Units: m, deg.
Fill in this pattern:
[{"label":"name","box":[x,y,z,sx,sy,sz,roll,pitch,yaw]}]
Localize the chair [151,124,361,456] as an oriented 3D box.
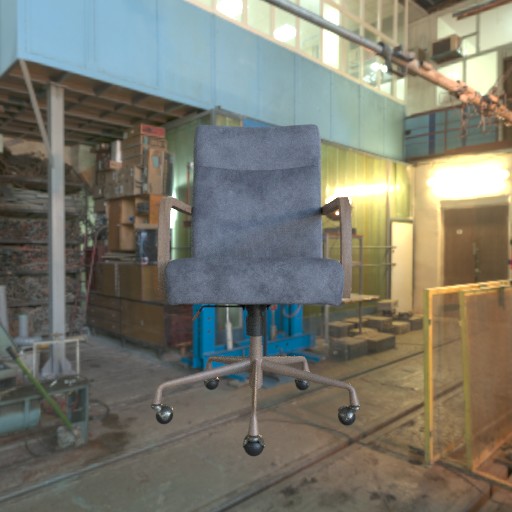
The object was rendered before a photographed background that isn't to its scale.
[{"label":"chair","box":[0.000,0.000,1.476,0.640,1.029,0.741,0,1,1]}]
